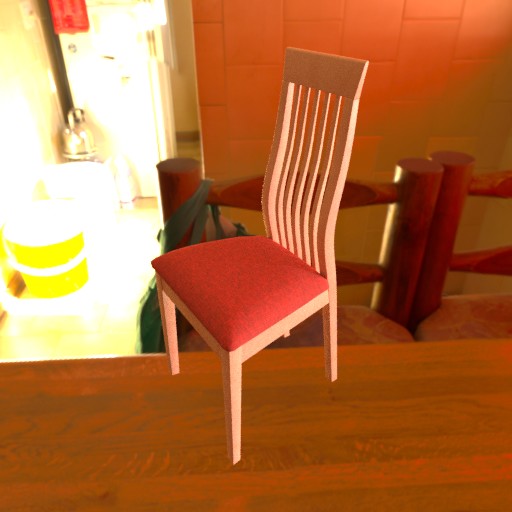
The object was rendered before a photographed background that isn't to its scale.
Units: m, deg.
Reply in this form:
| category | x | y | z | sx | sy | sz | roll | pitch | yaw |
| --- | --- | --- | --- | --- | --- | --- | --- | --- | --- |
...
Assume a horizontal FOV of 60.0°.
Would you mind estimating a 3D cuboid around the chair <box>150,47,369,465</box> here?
| category | x | y | z | sx | sy | sz | roll | pitch | yaw |
| --- | --- | --- | --- | --- | --- | --- | --- | --- | --- |
| chair | 0.000 | 0.000 | 1.259 | 0.474 | 1.027 | 0.460 | -20 | 37 | -28 |
